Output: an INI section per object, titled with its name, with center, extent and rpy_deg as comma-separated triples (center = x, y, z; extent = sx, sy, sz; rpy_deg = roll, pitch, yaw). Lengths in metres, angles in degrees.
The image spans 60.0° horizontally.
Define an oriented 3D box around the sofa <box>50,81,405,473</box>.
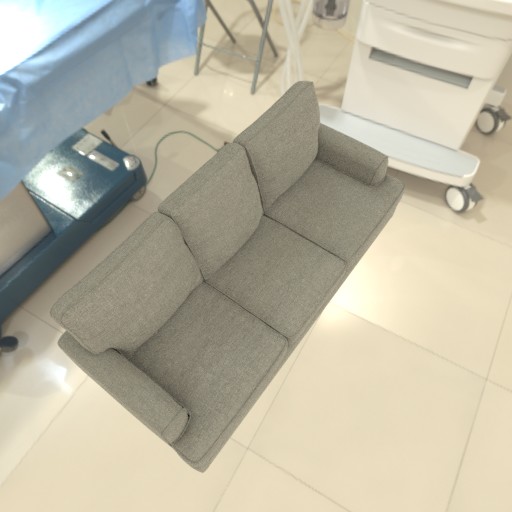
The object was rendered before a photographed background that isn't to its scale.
[sofa]
center = 0.000, 0.000, 2.614
extent = 0.951, 0.965, 2.158
rpy_deg = 32, 63, 19
